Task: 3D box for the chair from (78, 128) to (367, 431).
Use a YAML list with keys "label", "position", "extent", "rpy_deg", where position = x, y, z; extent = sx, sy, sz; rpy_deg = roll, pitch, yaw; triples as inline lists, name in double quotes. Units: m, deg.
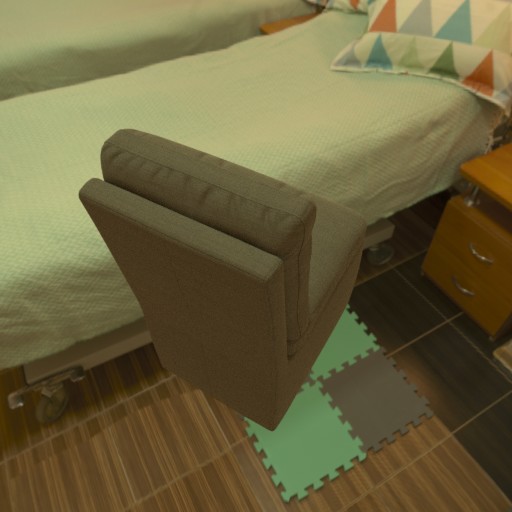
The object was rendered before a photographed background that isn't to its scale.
- label: "chair"
  position: [0.000, 0.000, 1.337]
  extent: [0.503, 0.927, 0.698]
  rpy_deg: [24, 52, 20]
